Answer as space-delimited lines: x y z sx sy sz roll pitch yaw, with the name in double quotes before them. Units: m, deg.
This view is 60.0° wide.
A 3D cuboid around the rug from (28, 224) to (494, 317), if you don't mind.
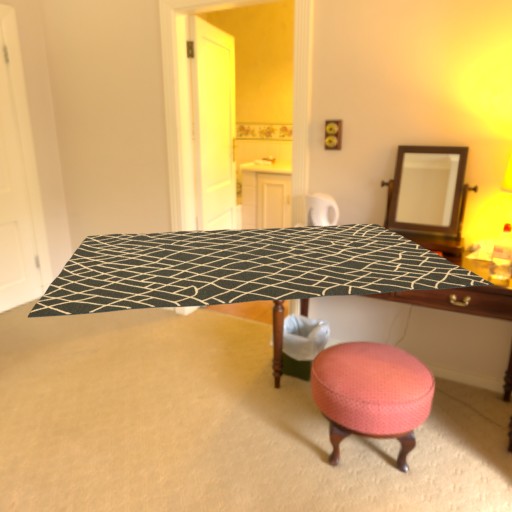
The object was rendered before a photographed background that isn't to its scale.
"rug" 0.000 0.000 2.998 2.448 0.017 1.529 -3 17 -9
